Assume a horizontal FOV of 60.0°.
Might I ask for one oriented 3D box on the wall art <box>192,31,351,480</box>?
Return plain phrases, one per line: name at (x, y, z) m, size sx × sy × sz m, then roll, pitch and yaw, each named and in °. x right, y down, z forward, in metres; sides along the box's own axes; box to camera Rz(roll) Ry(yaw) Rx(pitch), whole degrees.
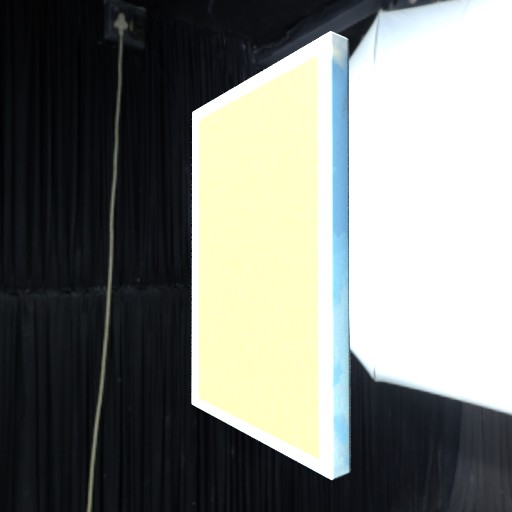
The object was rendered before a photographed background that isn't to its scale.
wall art at (0.000, 0.000, 0.773) m, size 0.038 × 0.610 × 0.401 m, roll 1°, pitch -1°, yaw -36°
